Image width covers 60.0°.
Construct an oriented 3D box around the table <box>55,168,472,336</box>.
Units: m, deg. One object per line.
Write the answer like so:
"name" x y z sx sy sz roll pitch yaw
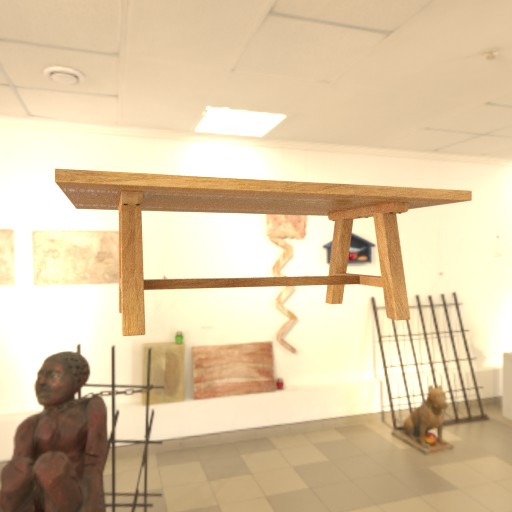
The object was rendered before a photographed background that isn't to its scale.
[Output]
"table" 0.000 0.000 1.687 1.320 0.455 0.760 0 1 -18
